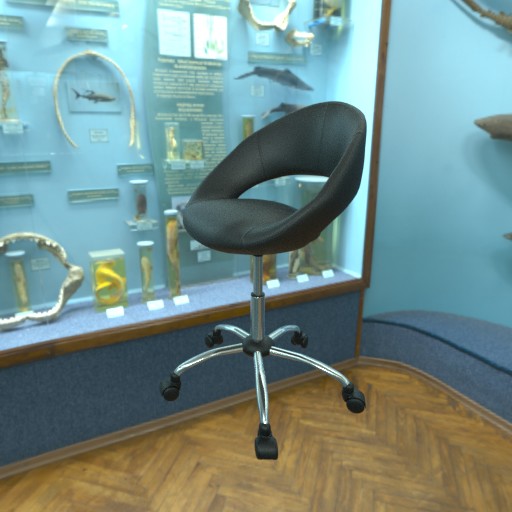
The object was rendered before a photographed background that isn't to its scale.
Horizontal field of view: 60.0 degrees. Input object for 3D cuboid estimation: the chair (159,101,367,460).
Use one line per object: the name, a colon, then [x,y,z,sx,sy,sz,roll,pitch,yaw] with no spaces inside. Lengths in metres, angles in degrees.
chair: [0.000,0.000,1.187,0.538,0.791,0.612,-9,19,-26]
